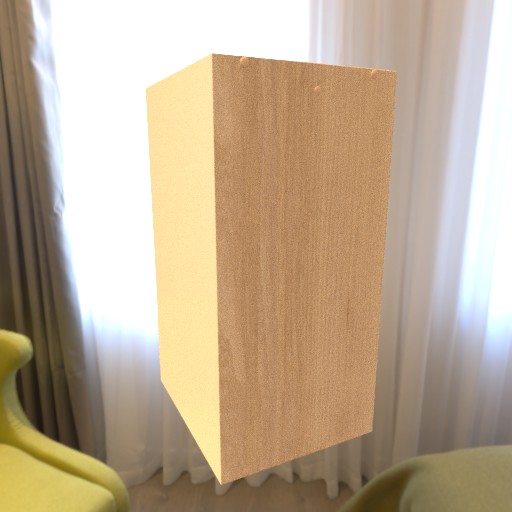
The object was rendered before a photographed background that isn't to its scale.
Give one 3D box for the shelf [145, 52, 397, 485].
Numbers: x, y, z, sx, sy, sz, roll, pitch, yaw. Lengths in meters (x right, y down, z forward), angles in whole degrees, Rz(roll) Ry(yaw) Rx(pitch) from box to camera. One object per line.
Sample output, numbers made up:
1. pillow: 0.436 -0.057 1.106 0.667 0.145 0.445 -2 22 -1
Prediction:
1. shelf: 0.000 0.000 0.807 0.290 0.600 0.350 -7 15 -26
